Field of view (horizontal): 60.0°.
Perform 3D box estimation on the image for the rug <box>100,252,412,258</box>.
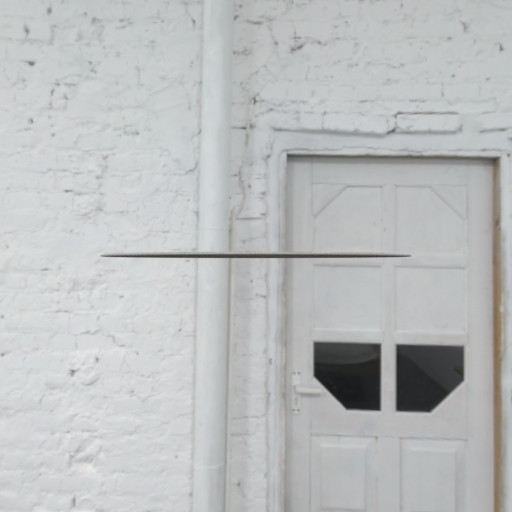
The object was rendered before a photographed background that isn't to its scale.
[{"bbox_3d":[0.000,0.000,2.404,1.593,0.012,1.593,0,-1,0],"label":"rug"}]
